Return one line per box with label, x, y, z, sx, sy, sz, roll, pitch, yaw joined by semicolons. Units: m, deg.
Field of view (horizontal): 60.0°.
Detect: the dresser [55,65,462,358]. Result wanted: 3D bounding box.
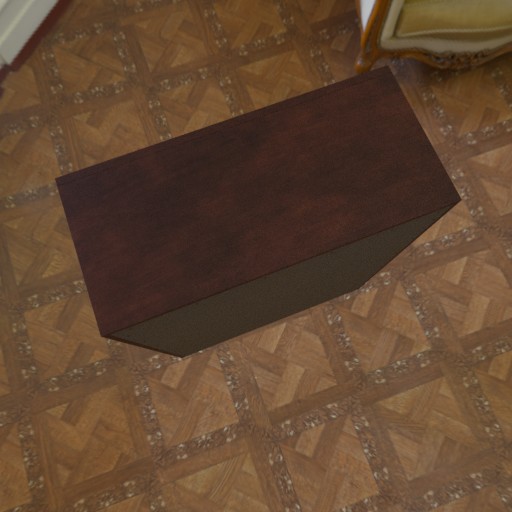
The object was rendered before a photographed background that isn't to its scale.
dresser;0.000;0.000;2.012;1.072;1.514;0.506;-20;76;-5
